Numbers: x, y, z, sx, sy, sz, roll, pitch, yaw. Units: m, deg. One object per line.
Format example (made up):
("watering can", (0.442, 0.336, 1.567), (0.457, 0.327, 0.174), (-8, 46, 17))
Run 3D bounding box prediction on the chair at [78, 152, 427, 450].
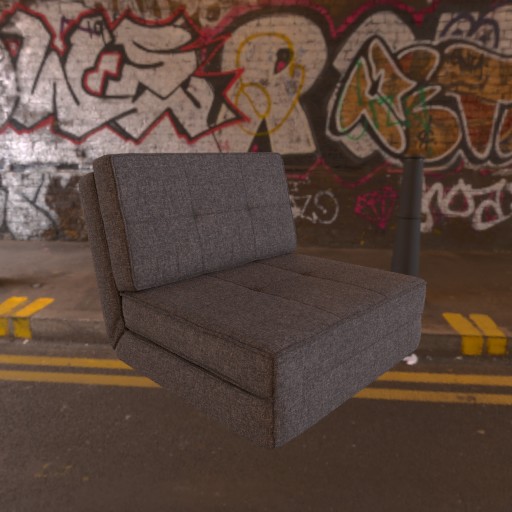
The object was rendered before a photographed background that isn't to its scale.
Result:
("chair", (0.000, 0.000, 1.356), (0.800, 0.615, 0.740), (13, 18, 42))
